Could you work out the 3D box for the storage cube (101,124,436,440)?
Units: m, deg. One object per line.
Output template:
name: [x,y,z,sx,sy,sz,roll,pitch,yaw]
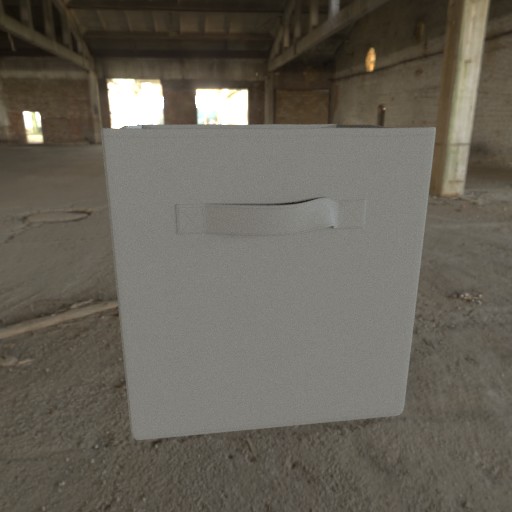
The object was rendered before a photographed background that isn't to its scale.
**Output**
storage cube: [0.000,0.000,0.495,0.270,0.280,0.270,-2,17,-8]
